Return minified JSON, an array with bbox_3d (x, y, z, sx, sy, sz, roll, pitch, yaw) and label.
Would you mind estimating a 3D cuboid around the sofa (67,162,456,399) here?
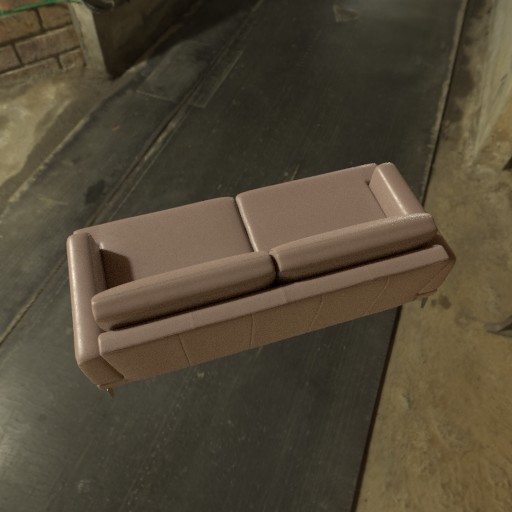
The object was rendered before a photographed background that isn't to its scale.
[{"bbox_3d":[0.000,0.000,2.450,1.940,0.765,0.974,-14,57,-9],"label":"sofa"}]
